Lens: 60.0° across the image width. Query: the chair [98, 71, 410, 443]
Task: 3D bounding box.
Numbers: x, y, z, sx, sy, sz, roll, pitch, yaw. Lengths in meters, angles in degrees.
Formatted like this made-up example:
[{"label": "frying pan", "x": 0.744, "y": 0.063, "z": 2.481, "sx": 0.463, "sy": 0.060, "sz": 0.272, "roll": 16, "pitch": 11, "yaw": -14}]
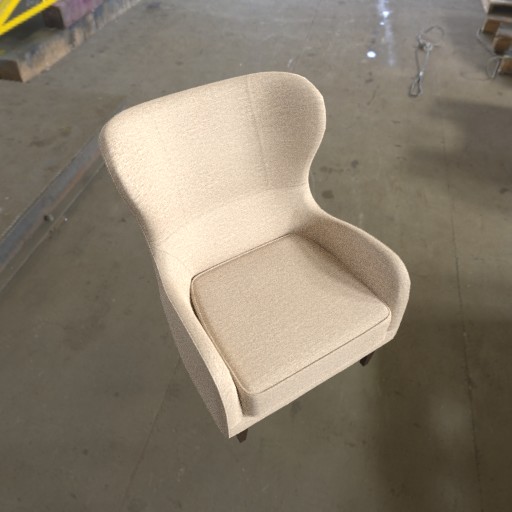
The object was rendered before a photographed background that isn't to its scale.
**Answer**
[{"label": "chair", "x": 0.000, "y": 0.000, "z": 1.786, "sx": 0.861, "sy": 1.064, "sz": 0.984, "roll": -24, "pitch": 51, "yaw": -21}]
